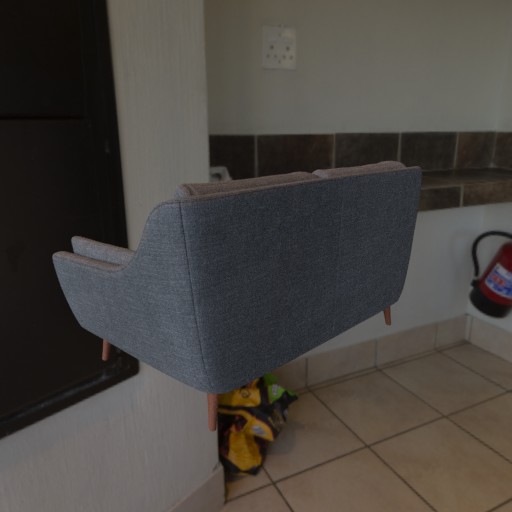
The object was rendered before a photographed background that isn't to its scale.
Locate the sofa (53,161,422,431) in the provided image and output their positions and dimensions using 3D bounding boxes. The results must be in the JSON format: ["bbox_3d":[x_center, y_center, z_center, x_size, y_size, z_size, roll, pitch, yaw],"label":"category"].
[{"bbox_3d":[0.000,0.000,2.193,1.646,0.887,0.976,-16,23,-42],"label":"sofa"}]
